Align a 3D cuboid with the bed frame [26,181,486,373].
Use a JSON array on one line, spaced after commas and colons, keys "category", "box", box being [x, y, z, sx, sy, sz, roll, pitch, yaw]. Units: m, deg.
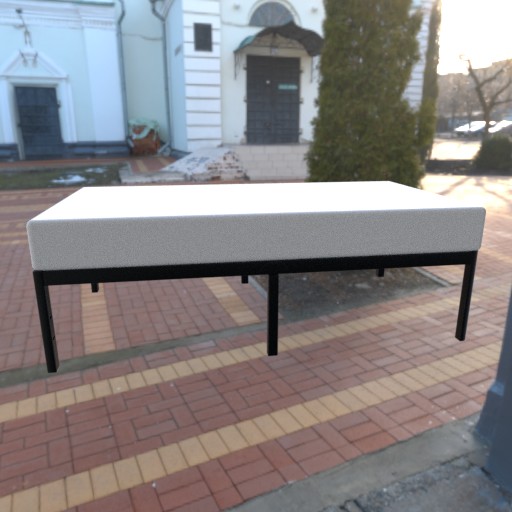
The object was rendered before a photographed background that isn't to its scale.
[{"category": "bed frame", "box": [0.000, 0.000, 2.404, 1.950, 0.659, 1.023, -3, 17, -9]}]
